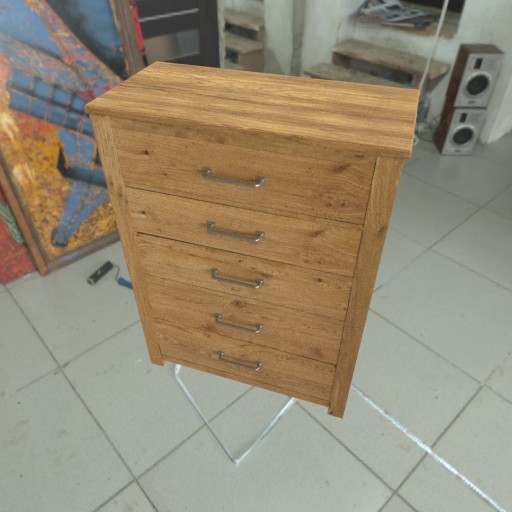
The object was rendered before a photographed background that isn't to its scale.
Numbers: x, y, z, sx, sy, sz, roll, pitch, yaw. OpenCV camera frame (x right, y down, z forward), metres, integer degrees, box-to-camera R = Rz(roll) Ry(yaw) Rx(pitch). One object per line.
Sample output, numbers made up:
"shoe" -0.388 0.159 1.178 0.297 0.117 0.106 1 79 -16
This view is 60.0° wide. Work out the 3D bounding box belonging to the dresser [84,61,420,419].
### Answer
"dresser" 0.000 0.000 2.009 1.081 1.431 0.558 12 42 14
